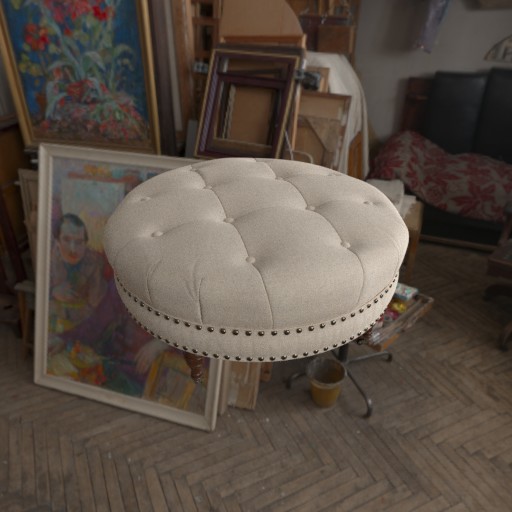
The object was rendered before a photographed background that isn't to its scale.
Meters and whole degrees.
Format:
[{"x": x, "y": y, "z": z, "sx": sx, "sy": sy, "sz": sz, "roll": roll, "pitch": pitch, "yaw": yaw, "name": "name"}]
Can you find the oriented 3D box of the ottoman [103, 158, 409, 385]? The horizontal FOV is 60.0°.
[{"x": 0.000, "y": 0.000, "z": 1.490, "sx": 0.940, "sy": 0.483, "sz": 0.940, "roll": 0, "pitch": 30, "yaw": 0, "name": "ottoman"}]
